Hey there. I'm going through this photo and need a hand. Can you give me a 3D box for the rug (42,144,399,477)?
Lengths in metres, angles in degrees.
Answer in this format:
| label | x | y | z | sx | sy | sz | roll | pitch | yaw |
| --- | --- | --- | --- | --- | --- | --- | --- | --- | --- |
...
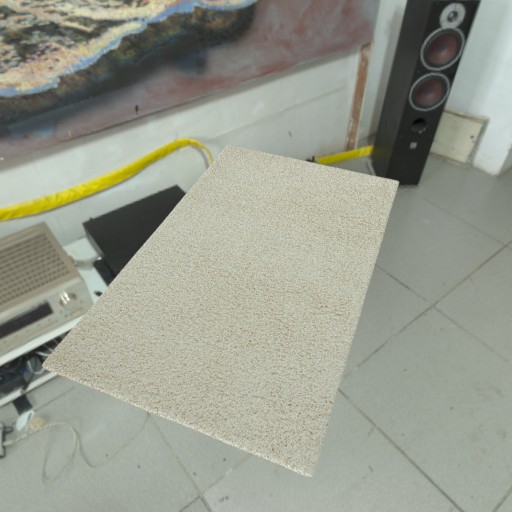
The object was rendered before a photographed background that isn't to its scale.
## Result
| label | x | y | z | sx | sy | sz | roll | pitch | yaw |
| --- | --- | --- | --- | --- | --- | --- | --- | --- | --- |
| rug | 0.000 | 0.000 | 2.992 | 1.524 | 0.030 | 2.438 | 16 | 47 | 15 |
